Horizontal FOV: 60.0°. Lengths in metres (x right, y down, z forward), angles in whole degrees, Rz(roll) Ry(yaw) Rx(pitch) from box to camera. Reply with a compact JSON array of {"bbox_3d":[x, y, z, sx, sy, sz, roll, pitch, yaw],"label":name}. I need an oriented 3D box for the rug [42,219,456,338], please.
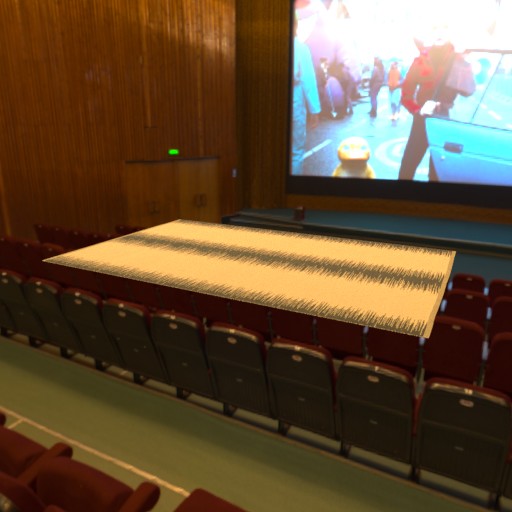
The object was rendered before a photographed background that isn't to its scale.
[{"bbox_3d":[0.000,0.000,3.070,2.453,0.003,1.519,8,18,26],"label":"rug"}]
